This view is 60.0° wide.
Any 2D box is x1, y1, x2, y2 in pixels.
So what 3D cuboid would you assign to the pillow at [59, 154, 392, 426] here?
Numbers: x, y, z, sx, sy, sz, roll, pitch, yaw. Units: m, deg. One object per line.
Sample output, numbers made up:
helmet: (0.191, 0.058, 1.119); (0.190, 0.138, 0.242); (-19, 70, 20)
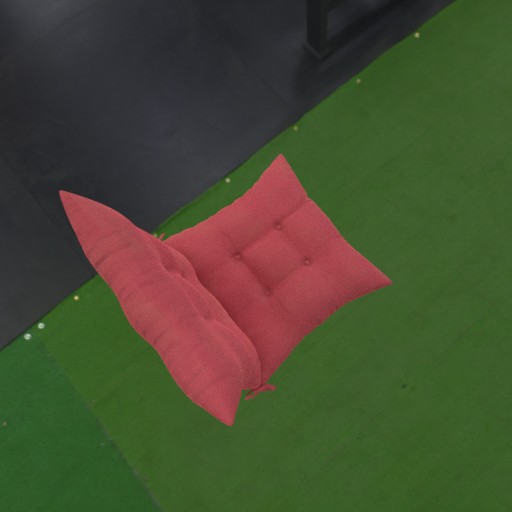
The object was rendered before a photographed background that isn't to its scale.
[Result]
pillow: (0.000, 0.000, 1.032); (0.585, 0.536, 0.541); (-37, 78, -9)
